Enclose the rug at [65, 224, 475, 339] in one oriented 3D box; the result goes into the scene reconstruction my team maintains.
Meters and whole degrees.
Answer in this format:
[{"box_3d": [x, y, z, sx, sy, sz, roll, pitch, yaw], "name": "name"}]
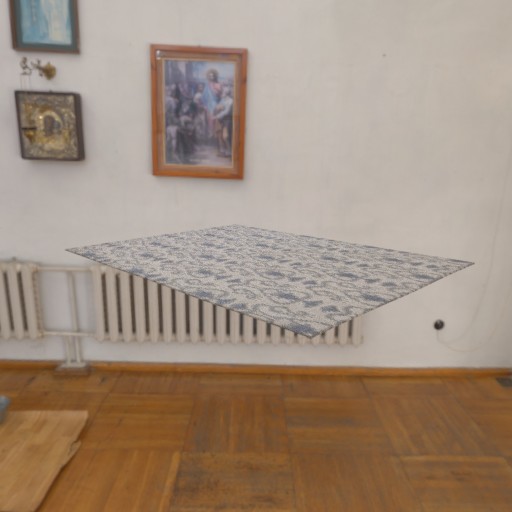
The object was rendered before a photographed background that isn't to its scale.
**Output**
[{"box_3d": [0.000, 0.000, 3.014, 1.676, 0.013, 2.261, -12, 18, -43], "name": "rug"}]
